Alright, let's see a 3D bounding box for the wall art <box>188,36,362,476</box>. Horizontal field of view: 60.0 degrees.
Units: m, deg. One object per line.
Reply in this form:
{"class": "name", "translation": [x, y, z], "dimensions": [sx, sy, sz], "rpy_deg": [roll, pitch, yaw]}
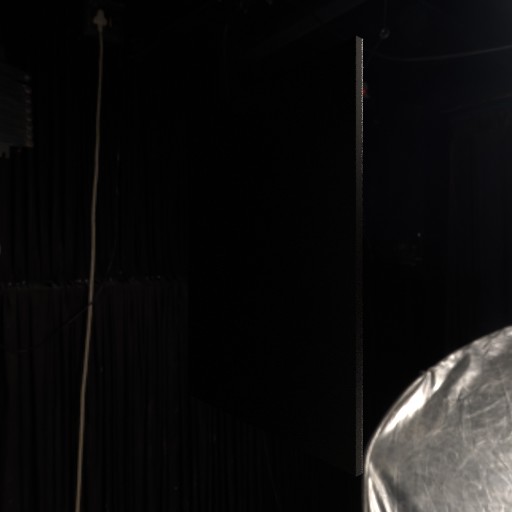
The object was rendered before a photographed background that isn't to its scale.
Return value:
{"class": "wall art", "translation": [0.000, 0.000, 0.763], "dimensions": [0.013, 0.582, 0.442], "rpy_deg": [0, 0, -38]}
